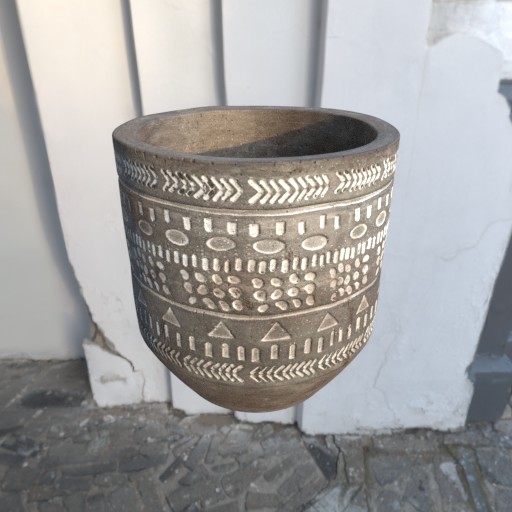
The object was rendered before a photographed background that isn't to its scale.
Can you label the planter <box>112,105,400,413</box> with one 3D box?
[{"bbox_3d":[0.000,0.000,0.221,0.122,0.128,0.122,0,27,0],"label":"planter"}]
